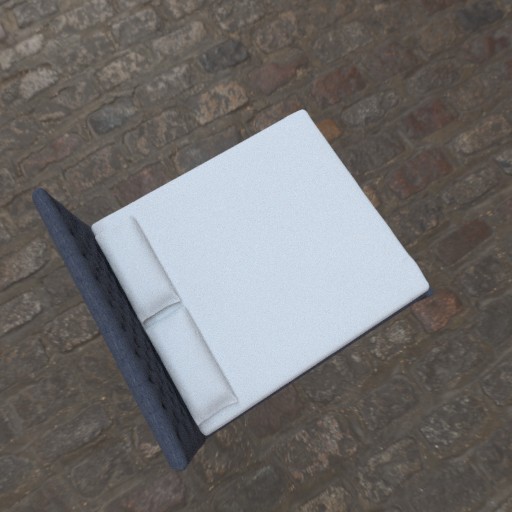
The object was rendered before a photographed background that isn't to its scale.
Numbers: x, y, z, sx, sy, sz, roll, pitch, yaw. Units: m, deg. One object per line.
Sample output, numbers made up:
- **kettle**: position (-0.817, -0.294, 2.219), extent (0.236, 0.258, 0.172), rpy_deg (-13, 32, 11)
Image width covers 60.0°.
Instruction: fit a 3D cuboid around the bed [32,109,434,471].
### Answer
- **bed**: position (0.000, 0.000, 3.614), extent (2.387, 1.427, 2.078), rpy_deg (-31, 78, -7)
